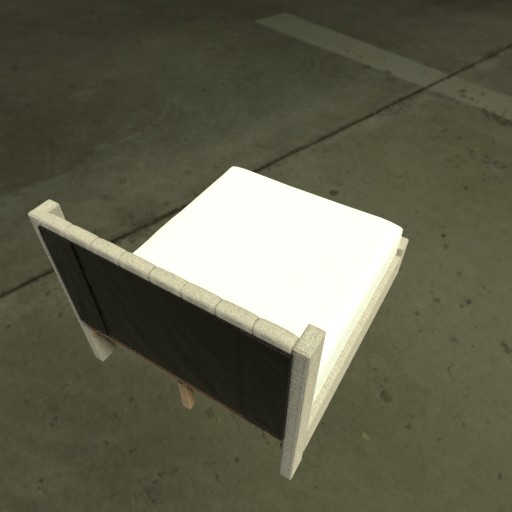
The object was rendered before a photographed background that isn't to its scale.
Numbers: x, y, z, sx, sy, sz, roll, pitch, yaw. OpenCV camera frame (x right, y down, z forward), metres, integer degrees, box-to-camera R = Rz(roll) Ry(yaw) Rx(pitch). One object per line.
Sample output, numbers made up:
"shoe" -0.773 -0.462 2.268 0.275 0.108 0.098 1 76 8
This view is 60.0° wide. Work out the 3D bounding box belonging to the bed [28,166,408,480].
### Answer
"bed" 0.000 0.000 3.799 2.044 1.748 2.372 24 50 22
